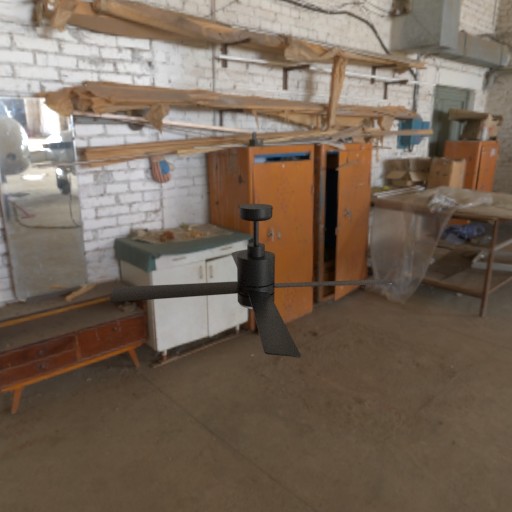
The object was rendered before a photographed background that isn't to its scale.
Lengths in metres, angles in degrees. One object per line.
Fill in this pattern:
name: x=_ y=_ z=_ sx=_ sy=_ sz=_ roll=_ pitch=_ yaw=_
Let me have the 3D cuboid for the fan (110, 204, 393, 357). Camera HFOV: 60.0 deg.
fan: x=0.000 y=0.000 z=2.366 sx=1.525 sy=0.534 sz=1.525 roll=-2 pitch=16 yaw=-7
